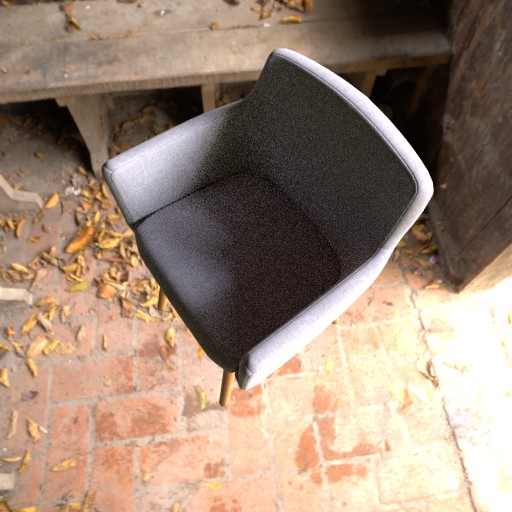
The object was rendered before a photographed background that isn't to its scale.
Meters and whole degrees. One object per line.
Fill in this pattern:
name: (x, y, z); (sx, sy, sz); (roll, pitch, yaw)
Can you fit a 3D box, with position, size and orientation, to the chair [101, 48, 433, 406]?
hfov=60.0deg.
chair: (0.000, 0.000, 1.138); (0.540, 0.780, 0.570); (-33, 68, -15)
